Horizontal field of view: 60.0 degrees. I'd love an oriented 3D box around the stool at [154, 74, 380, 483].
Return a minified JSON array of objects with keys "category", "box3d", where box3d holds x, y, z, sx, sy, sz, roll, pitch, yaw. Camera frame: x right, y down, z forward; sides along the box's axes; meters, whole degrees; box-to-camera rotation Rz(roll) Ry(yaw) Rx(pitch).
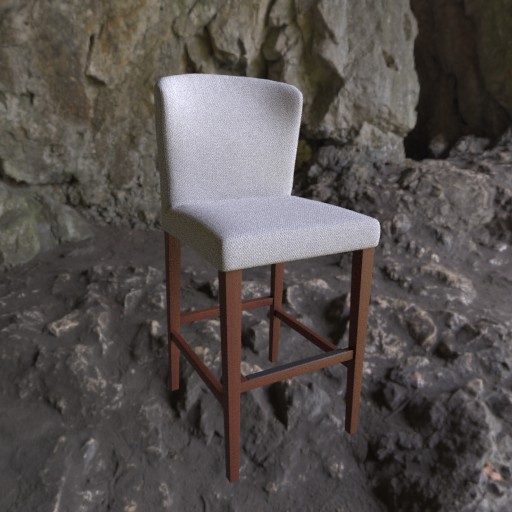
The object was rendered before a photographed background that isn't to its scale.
[{"category":"stool","box3d":[0.000,0.000,1.343,0.481,1.069,0.568,-9,19,-27]}]
